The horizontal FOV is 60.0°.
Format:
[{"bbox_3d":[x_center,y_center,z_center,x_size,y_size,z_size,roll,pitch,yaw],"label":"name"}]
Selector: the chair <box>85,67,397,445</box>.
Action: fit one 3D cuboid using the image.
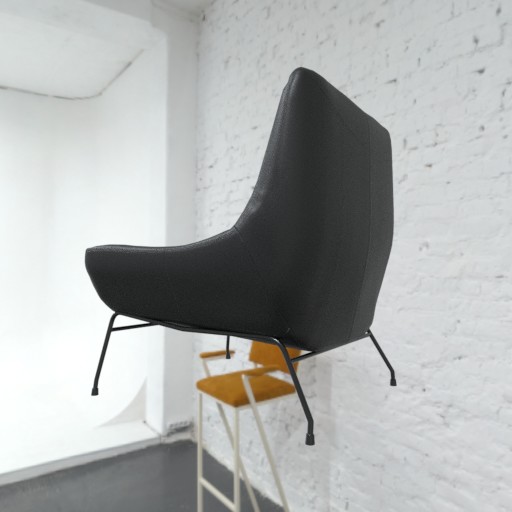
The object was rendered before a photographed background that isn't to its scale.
[{"bbox_3d":[0.000,0.000,1.545,0.826,0.922,0.836,-1,-2,34],"label":"chair"}]
